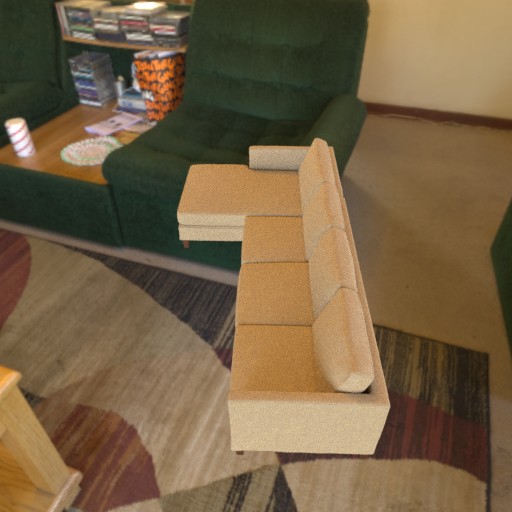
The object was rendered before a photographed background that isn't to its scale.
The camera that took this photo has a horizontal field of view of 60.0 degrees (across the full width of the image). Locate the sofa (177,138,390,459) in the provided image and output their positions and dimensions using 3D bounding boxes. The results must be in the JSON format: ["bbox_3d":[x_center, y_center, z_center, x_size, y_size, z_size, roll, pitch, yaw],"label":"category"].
[{"bbox_3d":[0.000,0.000,3.878,1.625,0.846,3.186,1,41,1],"label":"sofa"}]
